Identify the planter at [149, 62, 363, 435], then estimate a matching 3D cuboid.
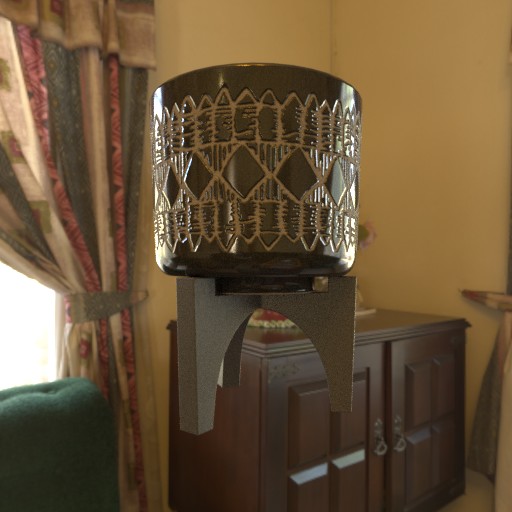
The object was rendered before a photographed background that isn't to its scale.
[{"bbox_3d":[0.000,0.000,0.530,0.251,0.355,0.251,-1,-2,37],"label":"planter"}]
